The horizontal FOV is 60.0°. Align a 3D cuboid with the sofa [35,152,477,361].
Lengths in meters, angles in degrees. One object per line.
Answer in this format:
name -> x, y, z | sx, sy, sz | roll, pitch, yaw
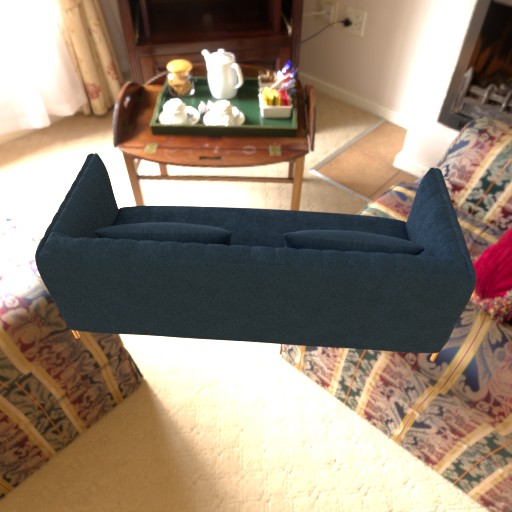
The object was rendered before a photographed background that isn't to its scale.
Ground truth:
sofa -> 0.000, 0.000, 2.570 | 2.136, 0.793, 0.896 | 3, 47, 3
